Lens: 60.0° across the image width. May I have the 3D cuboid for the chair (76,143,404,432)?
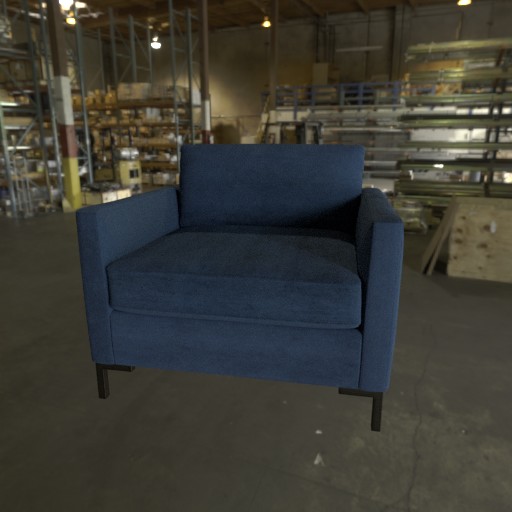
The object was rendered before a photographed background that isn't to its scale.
[{"bbox_3d":[0.000,0.000,1.656,0.964,0.812,0.875,3,15,11],"label":"chair"}]
